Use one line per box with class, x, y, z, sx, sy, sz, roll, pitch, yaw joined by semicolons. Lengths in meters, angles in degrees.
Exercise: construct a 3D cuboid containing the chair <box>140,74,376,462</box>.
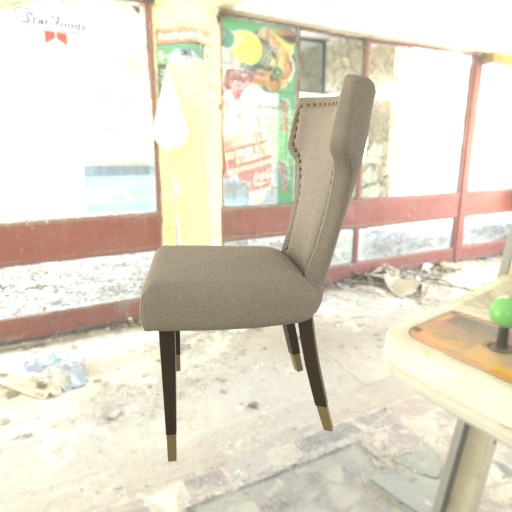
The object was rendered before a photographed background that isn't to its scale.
chair;0.000;0.000;1.313;0.630;0.950;0.526;-2;13;-8
